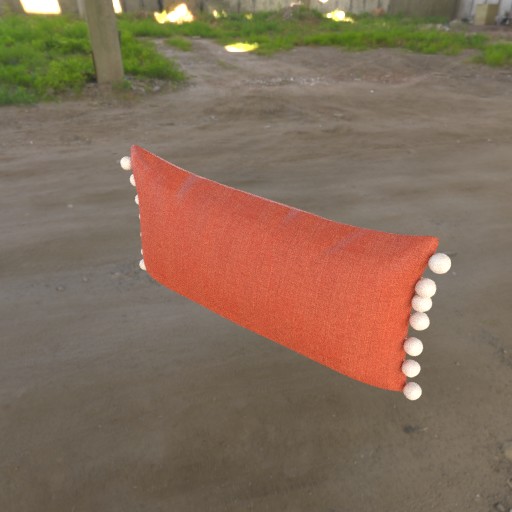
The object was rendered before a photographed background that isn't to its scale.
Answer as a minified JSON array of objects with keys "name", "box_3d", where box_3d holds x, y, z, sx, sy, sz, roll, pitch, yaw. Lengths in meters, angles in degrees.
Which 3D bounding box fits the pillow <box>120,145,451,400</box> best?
[{"name":"pillow","box_3d":[0.000,0.000,0.862,0.709,0.322,0.201,21,37,31]}]
